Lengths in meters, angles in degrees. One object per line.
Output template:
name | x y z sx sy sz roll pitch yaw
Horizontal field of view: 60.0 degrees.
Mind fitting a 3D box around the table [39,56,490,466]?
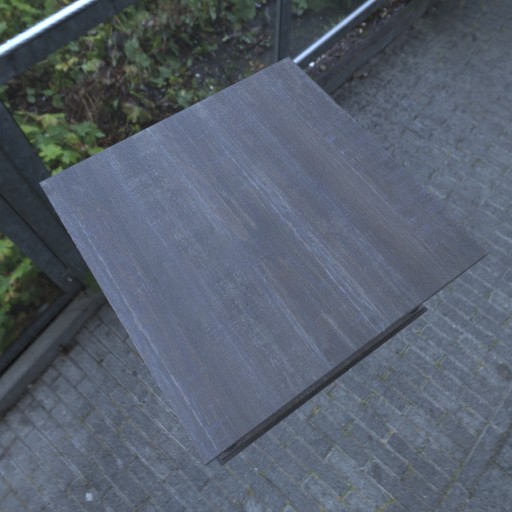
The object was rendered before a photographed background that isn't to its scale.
table | 0.000 0.000 1.133 0.696 0.400 0.696 -32 69 -14
